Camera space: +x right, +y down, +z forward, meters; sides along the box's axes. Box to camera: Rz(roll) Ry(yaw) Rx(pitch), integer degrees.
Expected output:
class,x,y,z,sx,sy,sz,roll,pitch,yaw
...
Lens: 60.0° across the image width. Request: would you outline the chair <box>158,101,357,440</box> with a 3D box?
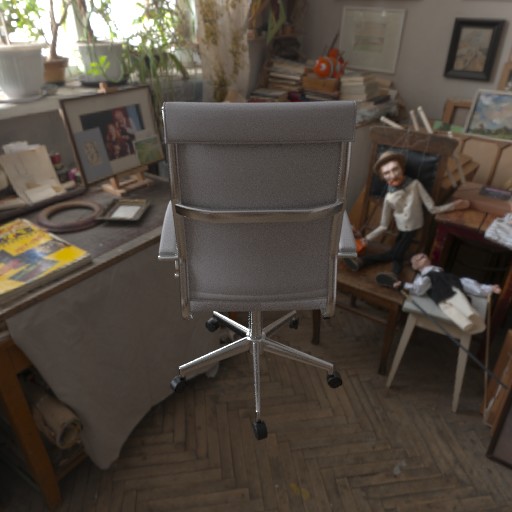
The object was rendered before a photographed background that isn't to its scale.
class,x,y,z,sx,sy,sz,roll,pitch,yaw
chair,0.000,0.000,1.534,0.679,1.149,0.667,-1,31,-2
